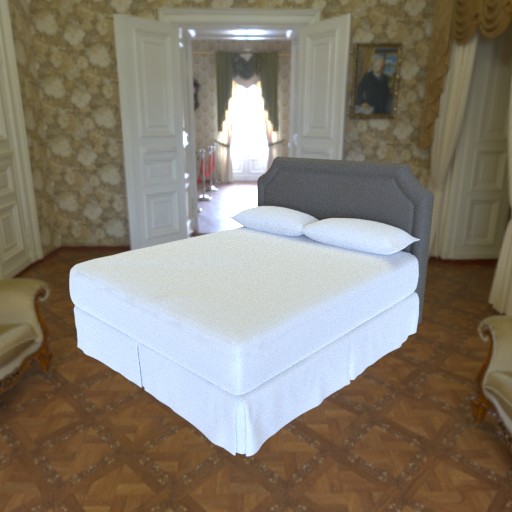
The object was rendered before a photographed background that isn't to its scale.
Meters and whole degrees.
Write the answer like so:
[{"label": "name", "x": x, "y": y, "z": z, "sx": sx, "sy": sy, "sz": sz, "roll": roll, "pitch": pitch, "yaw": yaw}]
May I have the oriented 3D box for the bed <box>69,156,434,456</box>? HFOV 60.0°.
[{"label": "bed", "x": 0.000, "y": 0.000, "z": 3.943, "sx": 2.194, "sy": 1.561, "sz": 2.536, "roll": 14, "pitch": 21, "yaw": 41}]
